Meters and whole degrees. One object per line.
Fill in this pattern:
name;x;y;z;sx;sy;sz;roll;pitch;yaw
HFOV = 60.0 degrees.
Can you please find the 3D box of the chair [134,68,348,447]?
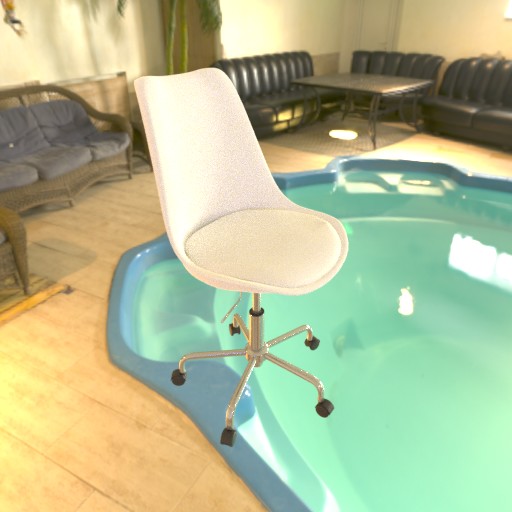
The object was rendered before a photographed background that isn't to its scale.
chair;0.000;0.000;1.244;0.550;0.930;0.550;19;34;30
